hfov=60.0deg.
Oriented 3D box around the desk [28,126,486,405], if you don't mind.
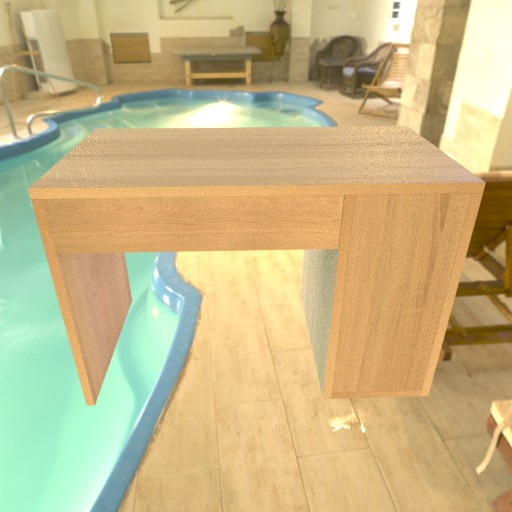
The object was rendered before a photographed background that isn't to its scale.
[{"bbox_3d":[0.000,0.000,1.505,1.100,0.731,0.600,-1,30,-2],"label":"desk"}]
